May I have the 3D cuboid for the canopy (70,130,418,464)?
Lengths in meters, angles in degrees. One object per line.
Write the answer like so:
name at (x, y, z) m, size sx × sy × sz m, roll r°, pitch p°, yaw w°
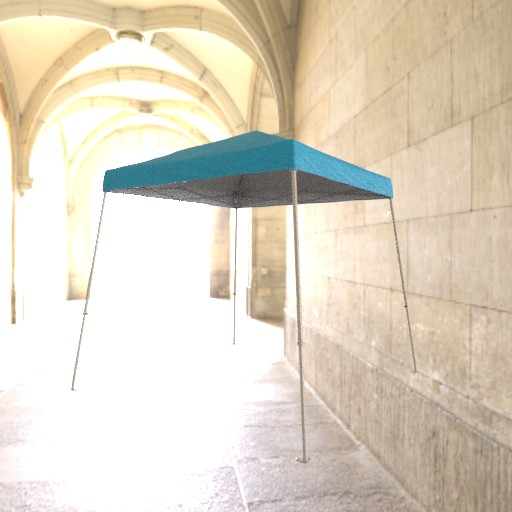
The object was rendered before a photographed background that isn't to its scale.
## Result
canopy at (0.000, 0.000, 5.057) m, size 2.849 × 2.849 × 2.848 m, roll 1°, pitch 1°, yaw 35°
